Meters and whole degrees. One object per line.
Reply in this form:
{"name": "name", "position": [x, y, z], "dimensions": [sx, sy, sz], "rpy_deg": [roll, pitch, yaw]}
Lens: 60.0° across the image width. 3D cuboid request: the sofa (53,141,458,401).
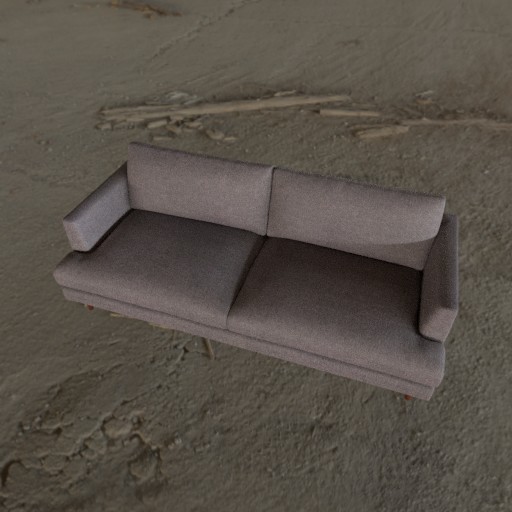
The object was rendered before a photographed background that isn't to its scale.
{"name": "sofa", "position": [0.000, 0.000, 2.722], "dimensions": [2.250, 0.868, 1.020], "rpy_deg": [13, 43, 14]}
